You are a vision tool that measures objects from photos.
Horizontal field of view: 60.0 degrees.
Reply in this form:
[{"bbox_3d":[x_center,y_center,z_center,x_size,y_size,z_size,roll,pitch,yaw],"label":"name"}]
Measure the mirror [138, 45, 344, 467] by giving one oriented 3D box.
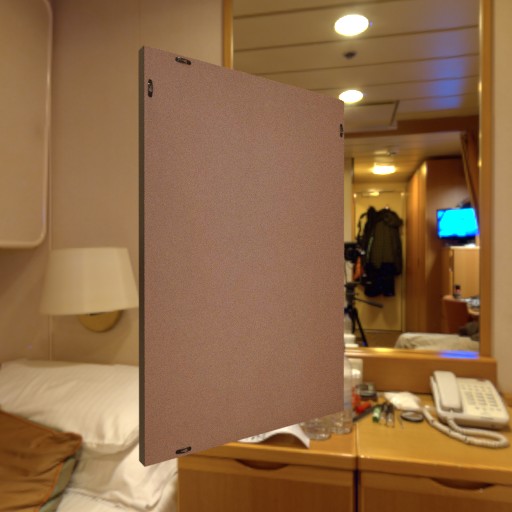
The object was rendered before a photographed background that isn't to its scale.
[{"bbox_3d":[0.000,0.000,1.146,0.609,0.915,0.040,0,0,-35],"label":"mirror"}]
